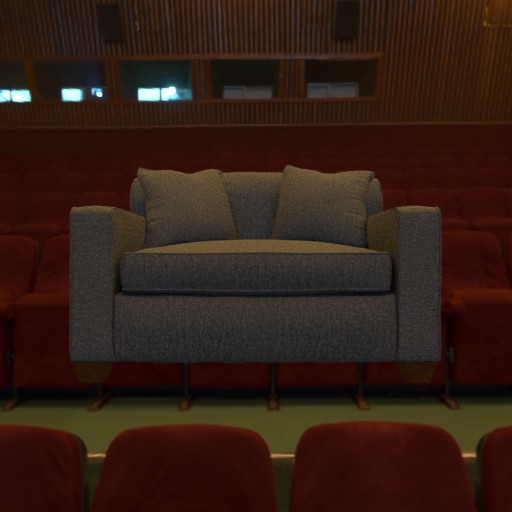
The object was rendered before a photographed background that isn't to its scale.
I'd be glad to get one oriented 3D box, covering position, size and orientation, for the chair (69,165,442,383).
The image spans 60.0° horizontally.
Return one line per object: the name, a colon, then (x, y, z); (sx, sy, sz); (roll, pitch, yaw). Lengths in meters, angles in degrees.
chair: (0.000, 0.000, 2.077); (1.383, 0.948, 1.000); (0, 0, 0)
